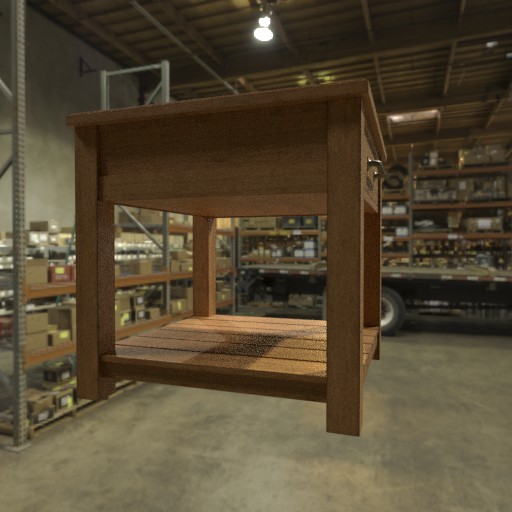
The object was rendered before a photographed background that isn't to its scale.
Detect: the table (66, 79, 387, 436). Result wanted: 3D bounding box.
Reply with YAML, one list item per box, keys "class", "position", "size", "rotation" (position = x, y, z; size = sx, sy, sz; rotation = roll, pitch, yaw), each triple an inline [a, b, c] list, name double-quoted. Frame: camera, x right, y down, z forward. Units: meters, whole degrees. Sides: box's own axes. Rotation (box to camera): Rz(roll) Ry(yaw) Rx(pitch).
- class: "table"
  position: [0.000, 0.000, 1.107]
  size: [0.612, 0.593, 0.616]
  rotation: [0, 1, 19]
